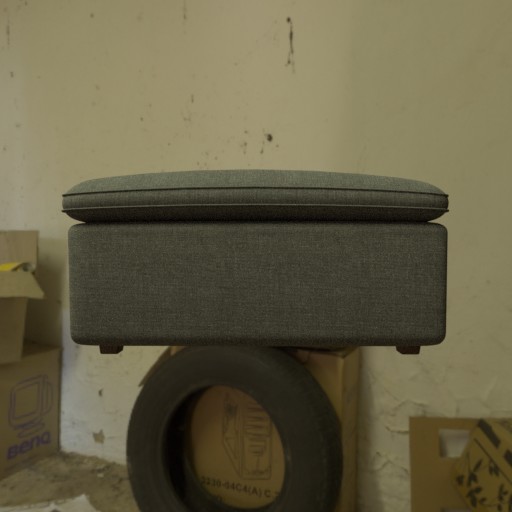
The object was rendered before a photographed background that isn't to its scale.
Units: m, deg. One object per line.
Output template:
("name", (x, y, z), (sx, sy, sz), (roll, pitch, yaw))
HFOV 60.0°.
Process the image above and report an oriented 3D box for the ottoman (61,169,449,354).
("ottoman", (0.000, 0.000, 1.690), (1.067, 0.559, 1.067), (0, 0, 0))
